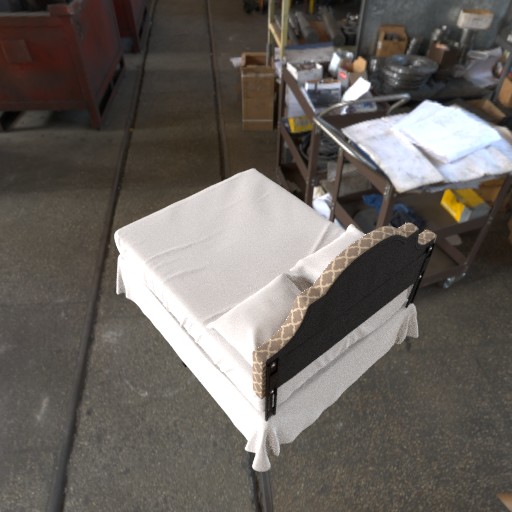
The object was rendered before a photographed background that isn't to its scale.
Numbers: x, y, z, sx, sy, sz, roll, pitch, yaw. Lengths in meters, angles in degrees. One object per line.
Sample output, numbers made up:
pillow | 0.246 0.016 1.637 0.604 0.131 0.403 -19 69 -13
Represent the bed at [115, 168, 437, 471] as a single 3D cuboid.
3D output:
bed | 0.000 0.000 3.505 1.780 1.633 2.222 -30 52 -27
